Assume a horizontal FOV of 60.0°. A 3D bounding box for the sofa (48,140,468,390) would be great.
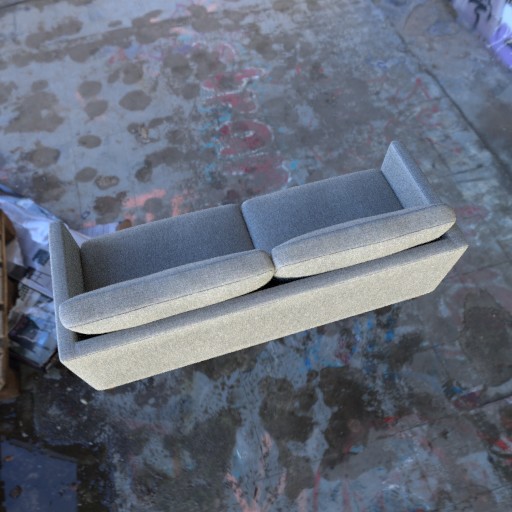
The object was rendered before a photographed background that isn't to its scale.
[{"bbox_3d":[0.000,0.000,2.920,2.434,0.951,0.948,-15,61,-9],"label":"sofa"}]
